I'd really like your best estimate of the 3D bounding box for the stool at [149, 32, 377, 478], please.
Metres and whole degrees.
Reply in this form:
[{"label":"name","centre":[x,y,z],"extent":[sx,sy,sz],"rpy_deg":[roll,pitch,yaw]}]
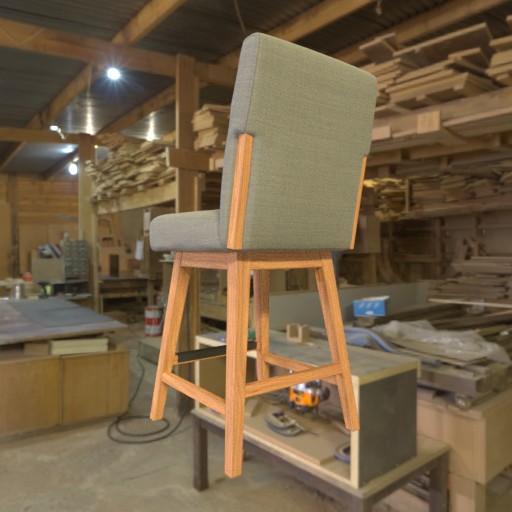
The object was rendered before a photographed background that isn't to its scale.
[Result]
[{"label":"stool","centre":[0.000,0.000,1.315],"extent":[0.459,1.019,0.570],"rpy_deg":[-1,2,-37]}]
